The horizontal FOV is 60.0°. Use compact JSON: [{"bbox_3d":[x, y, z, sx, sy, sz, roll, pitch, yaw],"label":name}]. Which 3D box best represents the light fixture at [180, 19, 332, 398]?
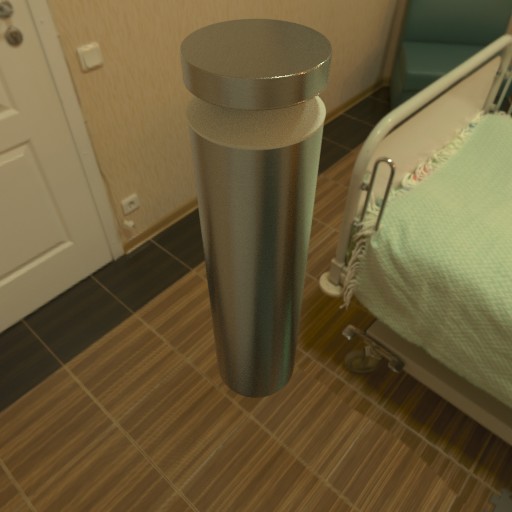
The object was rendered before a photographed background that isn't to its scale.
[{"bbox_3d":[0.000,0.000,0.436,0.102,0.400,0.102,9,47,9],"label":"light fixture"}]
